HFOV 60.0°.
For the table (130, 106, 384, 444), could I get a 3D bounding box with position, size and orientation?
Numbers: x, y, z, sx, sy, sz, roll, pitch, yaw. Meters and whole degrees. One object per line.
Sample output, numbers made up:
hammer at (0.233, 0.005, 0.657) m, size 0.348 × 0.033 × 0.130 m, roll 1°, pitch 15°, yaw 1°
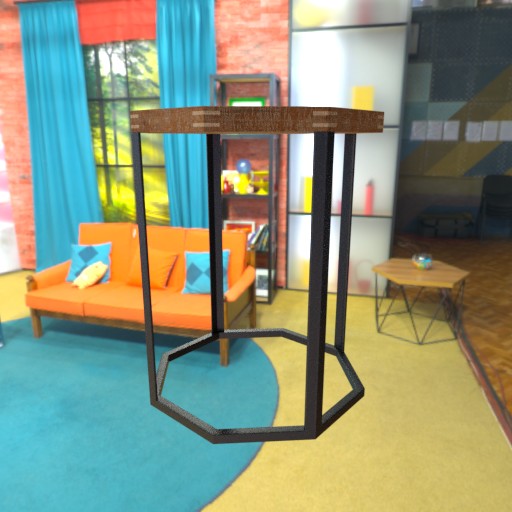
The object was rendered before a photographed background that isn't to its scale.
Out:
table at (0.000, 0.000, 0.889) m, size 0.458 × 0.543 × 0.458 m, roll -7°, pitch 17°, yaw -26°
